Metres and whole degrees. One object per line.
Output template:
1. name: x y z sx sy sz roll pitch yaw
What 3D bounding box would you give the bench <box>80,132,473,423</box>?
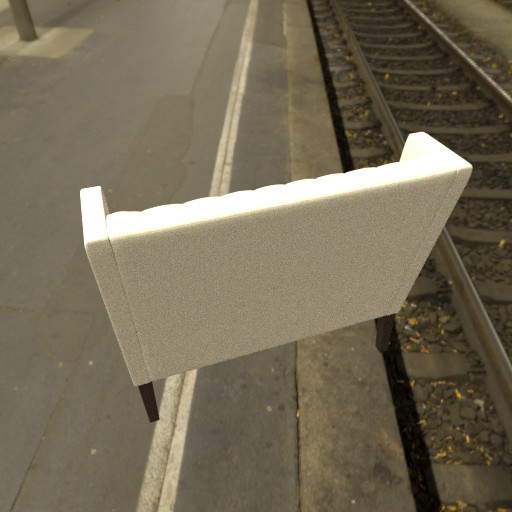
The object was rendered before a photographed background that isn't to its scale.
1. bench: 0.000 0.000 1.986 1.280 1.123 0.847 -13 42 -14
